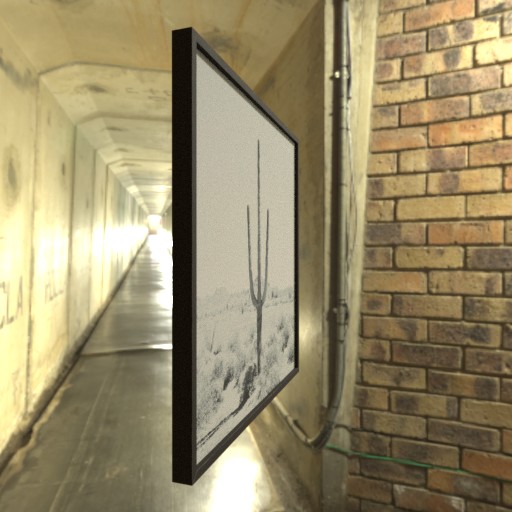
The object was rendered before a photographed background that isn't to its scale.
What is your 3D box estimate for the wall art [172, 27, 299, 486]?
[{"bbox_3d":[0.000,0.000,1.101,0.038,0.762,0.762,0,0,19],"label":"wall art"}]
